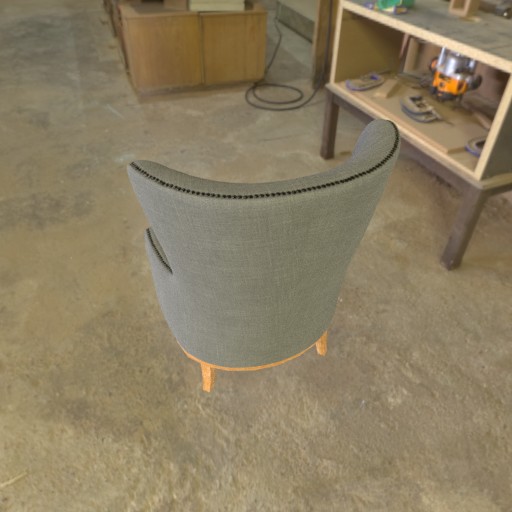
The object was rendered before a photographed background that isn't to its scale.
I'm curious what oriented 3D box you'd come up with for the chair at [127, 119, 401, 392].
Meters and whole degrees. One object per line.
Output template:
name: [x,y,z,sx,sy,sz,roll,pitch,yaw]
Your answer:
chair: [0.000,0.000,1.817,0.864,1.176,0.883,-14,43,-15]
